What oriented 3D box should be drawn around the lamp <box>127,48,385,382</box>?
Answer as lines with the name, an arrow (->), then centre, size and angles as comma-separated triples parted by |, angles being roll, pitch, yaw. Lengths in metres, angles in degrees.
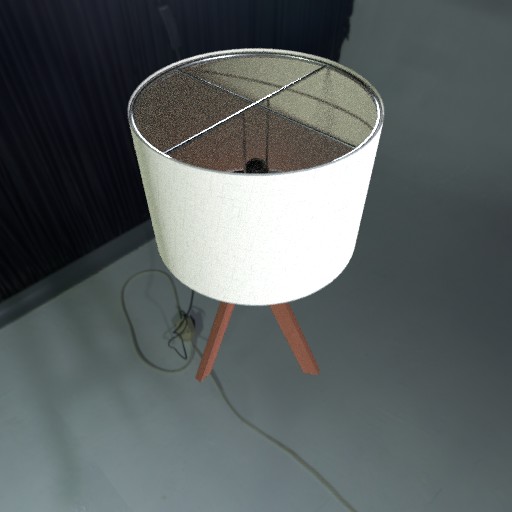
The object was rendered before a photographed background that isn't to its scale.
lamp -> 0.000, 0.000, 0.916 | 0.380, 0.686, 0.380 | 33, 55, 27
